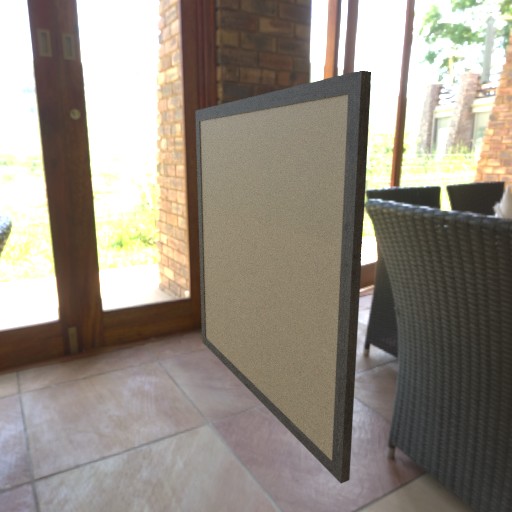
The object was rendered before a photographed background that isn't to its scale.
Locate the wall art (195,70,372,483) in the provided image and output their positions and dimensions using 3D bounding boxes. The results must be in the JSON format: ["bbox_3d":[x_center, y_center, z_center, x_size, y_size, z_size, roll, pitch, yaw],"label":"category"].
[{"bbox_3d":[0.000,0.000,0.672,0.013,0.457,0.457,-7,15,-27],"label":"wall art"}]
